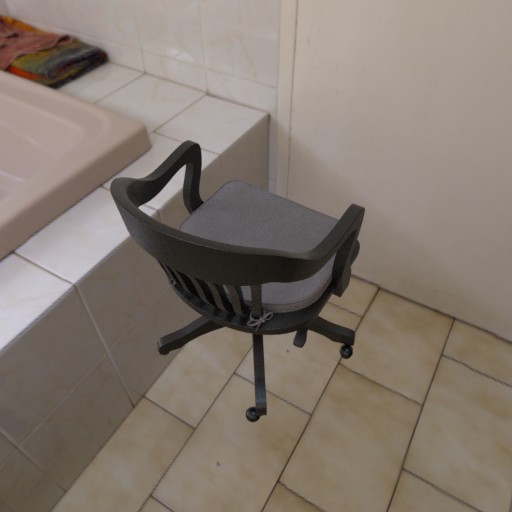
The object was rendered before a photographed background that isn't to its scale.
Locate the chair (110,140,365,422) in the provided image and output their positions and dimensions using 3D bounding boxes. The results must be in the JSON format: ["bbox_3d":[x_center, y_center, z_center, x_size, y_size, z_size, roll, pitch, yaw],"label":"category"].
[{"bbox_3d":[0.000,0.000,1.461,0.750,0.878,0.788,25,52,22],"label":"chair"}]
